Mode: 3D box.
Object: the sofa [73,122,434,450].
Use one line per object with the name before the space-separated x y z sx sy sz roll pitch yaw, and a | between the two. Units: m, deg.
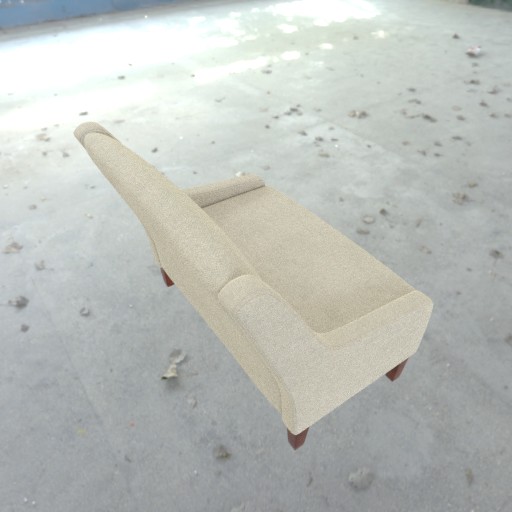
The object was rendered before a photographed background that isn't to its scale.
sofa | 0.000 0.000 1.875 0.946 0.976 1.212 -24 45 -26
